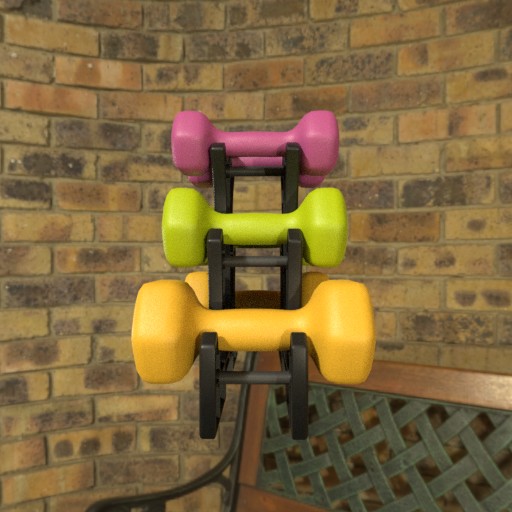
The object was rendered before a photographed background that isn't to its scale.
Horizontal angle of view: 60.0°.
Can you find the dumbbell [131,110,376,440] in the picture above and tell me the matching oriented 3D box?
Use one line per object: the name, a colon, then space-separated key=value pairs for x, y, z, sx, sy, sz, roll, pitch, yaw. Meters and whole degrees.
dumbbell: x=0.000 y=0.000 z=0.469 sx=0.190 sy=0.271 sz=0.300 roll=0 pitch=0 yaw=1
